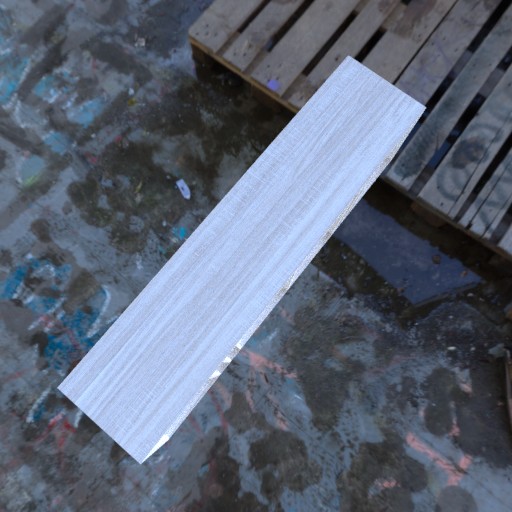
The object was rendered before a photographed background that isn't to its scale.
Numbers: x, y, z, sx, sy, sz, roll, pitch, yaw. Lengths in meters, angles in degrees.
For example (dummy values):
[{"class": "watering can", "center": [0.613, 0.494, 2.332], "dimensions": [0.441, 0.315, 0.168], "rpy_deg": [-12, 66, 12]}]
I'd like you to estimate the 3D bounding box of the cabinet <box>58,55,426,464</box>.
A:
[{"class": "cabinet", "center": [0.000, 0.000, 2.518], "dimensions": [0.500, 0.780, 2.200], "rpy_deg": [38, 79, 9]}]
